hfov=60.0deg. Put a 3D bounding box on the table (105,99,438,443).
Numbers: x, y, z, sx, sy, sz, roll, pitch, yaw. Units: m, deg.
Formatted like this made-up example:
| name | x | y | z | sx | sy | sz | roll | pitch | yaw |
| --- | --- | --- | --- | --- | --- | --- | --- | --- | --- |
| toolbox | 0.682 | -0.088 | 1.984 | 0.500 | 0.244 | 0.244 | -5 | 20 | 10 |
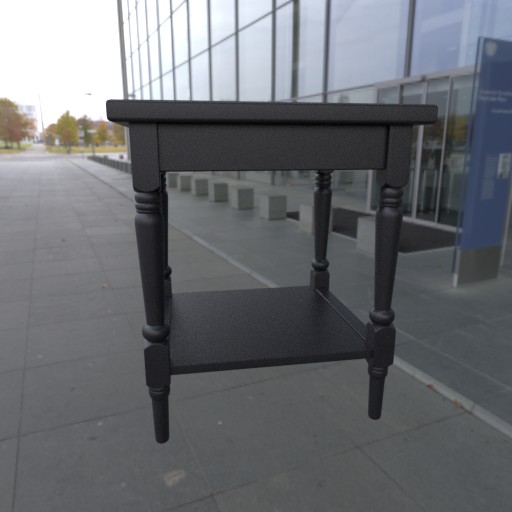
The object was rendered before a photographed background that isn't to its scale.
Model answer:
| name | x | y | z | sx | sy | sz | roll | pitch | yaw |
| --- | --- | --- | --- | --- | --- | --- | --- | --- | --- |
| table | 0.000 | 0.000 | 0.913 | 0.488 | 0.565 | 0.442 | -2 | 14 | -10 |
